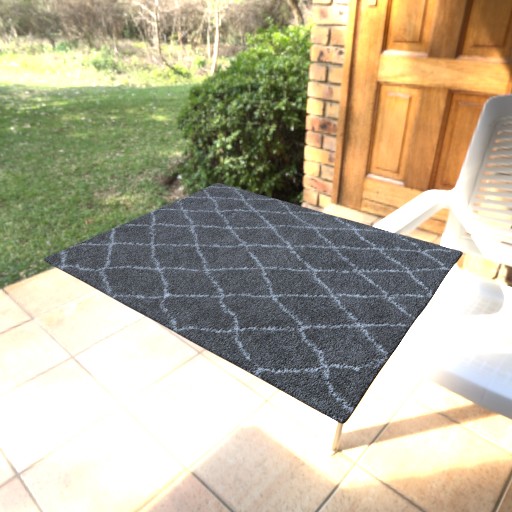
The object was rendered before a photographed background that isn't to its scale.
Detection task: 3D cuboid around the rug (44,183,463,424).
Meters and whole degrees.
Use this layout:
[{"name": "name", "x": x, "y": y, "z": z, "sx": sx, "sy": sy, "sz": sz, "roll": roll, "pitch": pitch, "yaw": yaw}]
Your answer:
[{"name": "rug", "x": 0.000, "y": 0.000, "z": 4.102, "sx": 3.047, "sy": 0.029, "sz": 2.438, "roll": 20, "pitch": 36, "yaw": 31}]
